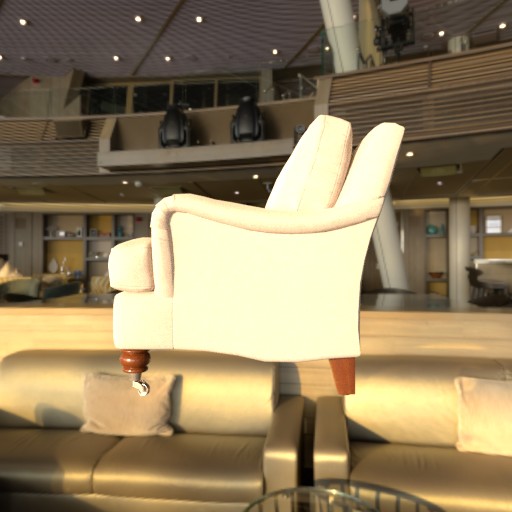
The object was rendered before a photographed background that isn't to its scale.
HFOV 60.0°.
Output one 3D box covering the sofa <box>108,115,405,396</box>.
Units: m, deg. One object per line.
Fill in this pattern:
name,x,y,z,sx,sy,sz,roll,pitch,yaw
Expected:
sofa,0.000,0.000,2.288,1.087,1.048,1.508,0,-1,1
